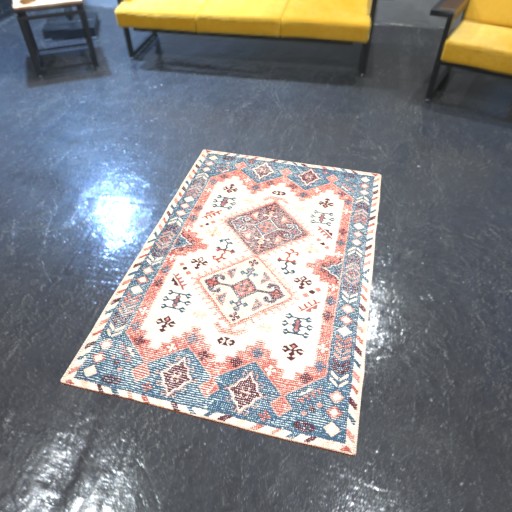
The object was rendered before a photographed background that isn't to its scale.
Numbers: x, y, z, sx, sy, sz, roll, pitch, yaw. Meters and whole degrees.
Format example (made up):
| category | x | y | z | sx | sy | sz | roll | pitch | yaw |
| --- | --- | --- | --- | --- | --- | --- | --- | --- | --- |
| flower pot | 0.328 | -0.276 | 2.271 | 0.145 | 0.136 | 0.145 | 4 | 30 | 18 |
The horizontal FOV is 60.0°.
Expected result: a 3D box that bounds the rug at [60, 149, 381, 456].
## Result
| category | x | y | z | sx | sy | sz | roll | pitch | yaw |
| --- | --- | --- | --- | --- | --- | --- | --- | --- | --- |
| rug | 0.000 | 0.000 | 2.356 | 1.225 | 0.015 | 1.840 | 10 | 46 | 10 |
